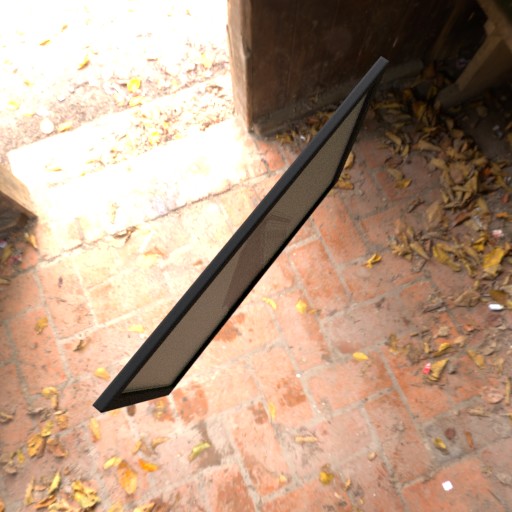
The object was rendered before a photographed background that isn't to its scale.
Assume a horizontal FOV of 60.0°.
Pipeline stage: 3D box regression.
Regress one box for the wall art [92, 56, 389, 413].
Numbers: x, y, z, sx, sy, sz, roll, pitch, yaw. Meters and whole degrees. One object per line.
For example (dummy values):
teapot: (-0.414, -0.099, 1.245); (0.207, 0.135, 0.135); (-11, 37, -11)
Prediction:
wall art: (0.000, 0.000, 1.231); (0.026, 0.656, 0.958); (37, 78, 9)
